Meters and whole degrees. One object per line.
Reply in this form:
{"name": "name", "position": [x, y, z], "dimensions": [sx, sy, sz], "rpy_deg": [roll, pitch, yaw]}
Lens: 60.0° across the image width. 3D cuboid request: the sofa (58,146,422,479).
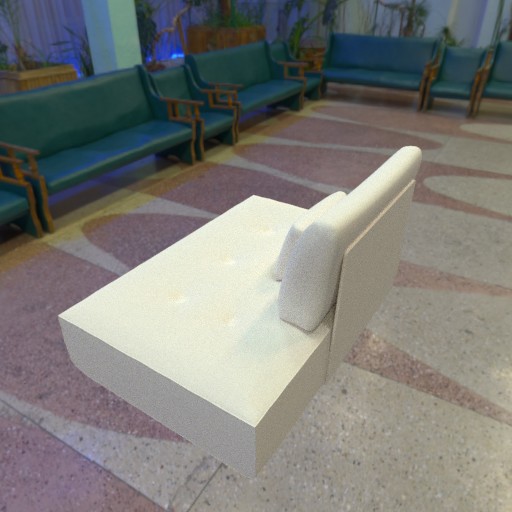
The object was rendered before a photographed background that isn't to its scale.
{"name": "sofa", "position": [0.000, 0.000, 2.046], "dimensions": [1.000, 0.820, 1.450], "rpy_deg": [19, 37, 28]}
